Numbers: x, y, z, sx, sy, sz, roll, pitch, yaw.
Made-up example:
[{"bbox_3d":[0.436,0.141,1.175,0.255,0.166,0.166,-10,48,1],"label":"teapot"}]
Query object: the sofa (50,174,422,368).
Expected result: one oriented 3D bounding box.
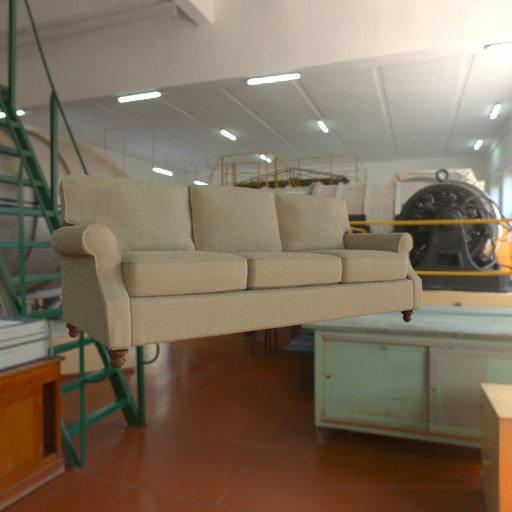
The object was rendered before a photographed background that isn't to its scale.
[{"bbox_3d":[0.000,0.000,2.856,2.354,0.948,0.966,-1,1,-35],"label":"sofa"}]
